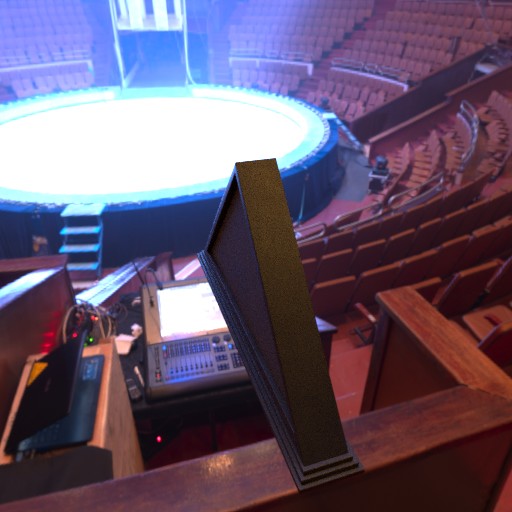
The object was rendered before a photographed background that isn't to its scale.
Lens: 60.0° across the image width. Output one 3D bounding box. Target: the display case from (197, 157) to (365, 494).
[{"bbox_3d":[0.000,0.000,0.761,0.095,0.340,0.640,-10,32,-16],"label":"display case"}]
